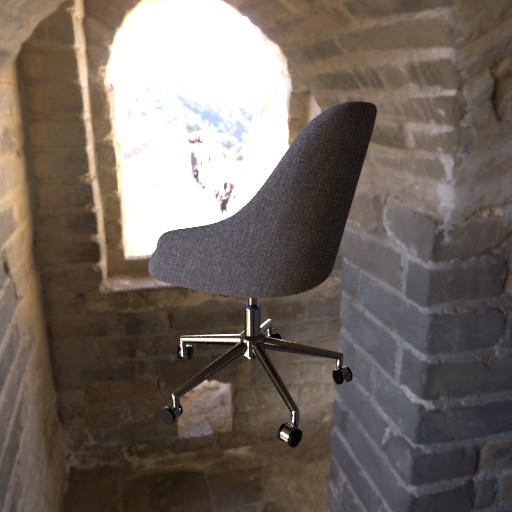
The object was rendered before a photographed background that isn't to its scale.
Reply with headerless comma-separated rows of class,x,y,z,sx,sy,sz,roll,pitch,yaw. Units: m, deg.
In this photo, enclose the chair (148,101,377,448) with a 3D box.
chair,0.000,0.000,1.468,0.712,0.950,0.671,8,19,25
